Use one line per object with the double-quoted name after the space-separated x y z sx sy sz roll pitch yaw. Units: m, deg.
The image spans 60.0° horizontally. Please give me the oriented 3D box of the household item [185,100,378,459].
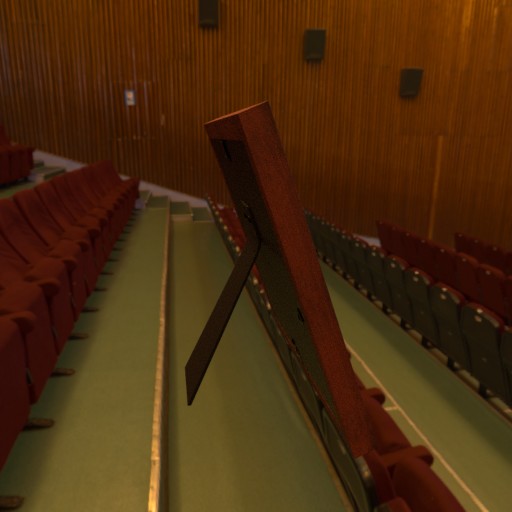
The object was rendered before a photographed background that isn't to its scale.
0.000 0.000 0.388 0.131 0.240 0.240 -3 15 -10 "household item"
